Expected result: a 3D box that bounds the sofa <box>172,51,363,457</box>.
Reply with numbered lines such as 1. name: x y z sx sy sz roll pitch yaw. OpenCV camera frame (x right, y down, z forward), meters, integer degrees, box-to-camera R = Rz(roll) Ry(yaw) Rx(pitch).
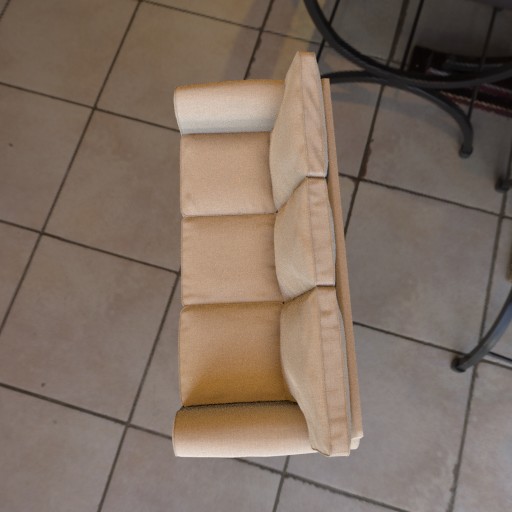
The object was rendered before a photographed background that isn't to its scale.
1. sofa: 0.000 0.000 2.554 0.916 0.961 2.084 -2 75 -1
